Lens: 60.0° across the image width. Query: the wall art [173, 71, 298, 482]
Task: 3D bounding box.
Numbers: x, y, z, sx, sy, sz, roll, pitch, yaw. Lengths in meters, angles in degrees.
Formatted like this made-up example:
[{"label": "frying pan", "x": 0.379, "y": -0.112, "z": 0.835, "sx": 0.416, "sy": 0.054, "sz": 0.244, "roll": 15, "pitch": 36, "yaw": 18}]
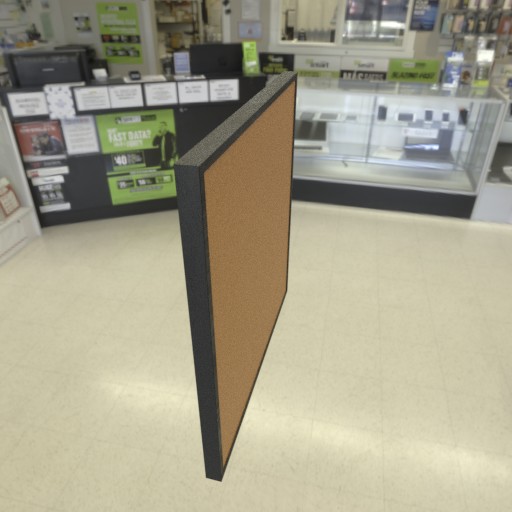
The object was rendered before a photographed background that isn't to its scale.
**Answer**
[{"label": "wall art", "x": 0.000, "y": 0.000, "z": 1.136, "sx": 0.039, "sy": 0.763, "sz": 0.763, "roll": 8, "pitch": 33, "yaw": 13}]
